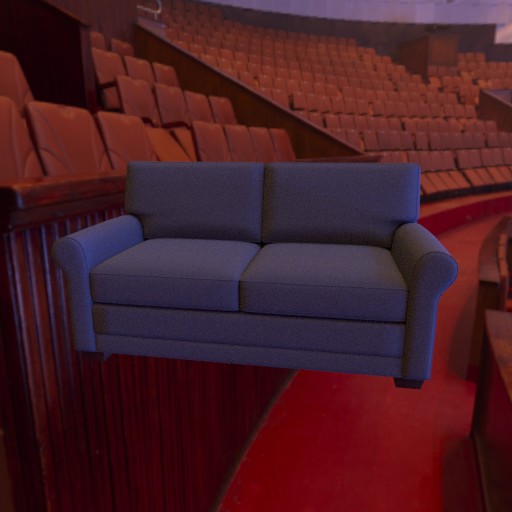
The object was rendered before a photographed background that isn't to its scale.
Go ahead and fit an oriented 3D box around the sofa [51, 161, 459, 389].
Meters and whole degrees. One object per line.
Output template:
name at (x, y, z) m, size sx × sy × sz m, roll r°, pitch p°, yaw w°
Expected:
sofa at (0.000, 0.000, 2.506) m, size 1.930 × 1.020 × 0.940 m, roll 2°, pitch 14°, yaw 10°
